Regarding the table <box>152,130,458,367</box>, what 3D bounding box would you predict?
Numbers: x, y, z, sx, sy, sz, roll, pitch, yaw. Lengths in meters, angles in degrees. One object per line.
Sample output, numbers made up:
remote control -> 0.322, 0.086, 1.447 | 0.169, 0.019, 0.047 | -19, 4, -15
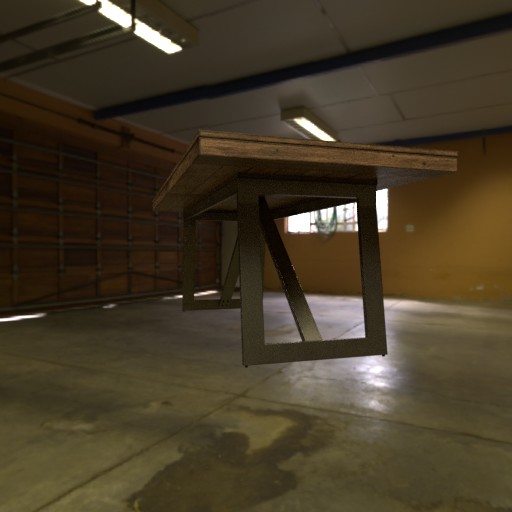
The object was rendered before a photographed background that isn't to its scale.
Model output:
table -> 0.000, 0.000, 2.338 | 0.931, 0.757, 1.867 | 0, 0, -17
